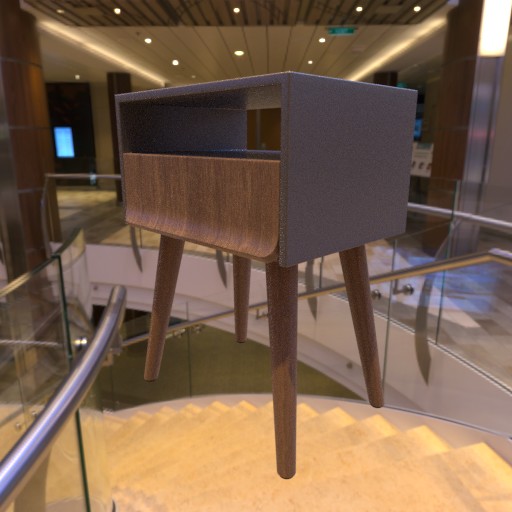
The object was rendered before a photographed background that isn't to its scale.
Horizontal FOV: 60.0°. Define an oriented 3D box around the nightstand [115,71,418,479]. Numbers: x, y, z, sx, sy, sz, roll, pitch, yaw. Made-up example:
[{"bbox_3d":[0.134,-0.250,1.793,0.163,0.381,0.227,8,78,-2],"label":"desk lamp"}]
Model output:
[{"bbox_3d":[0.000,0.000,0.731,0.288,0.508,0.370,-14,21,-42],"label":"nightstand"}]
